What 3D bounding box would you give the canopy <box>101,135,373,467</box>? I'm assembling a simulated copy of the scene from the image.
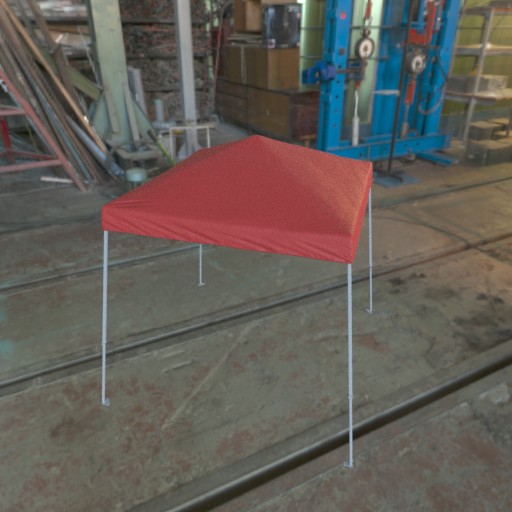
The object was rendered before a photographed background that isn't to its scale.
[{"bbox_3d":[0.000,0.000,6.681,3.600,3.600,3.599,8,28,15],"label":"canopy"}]
